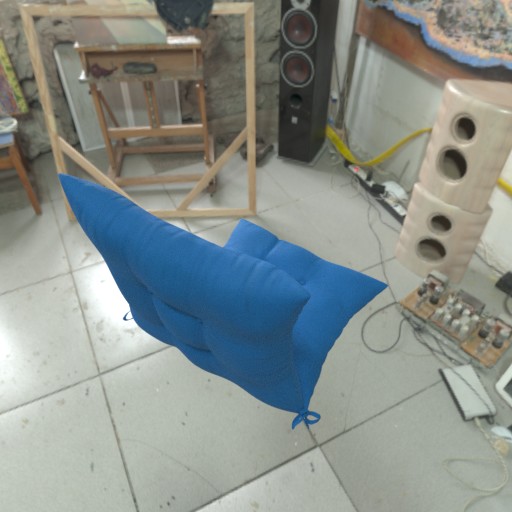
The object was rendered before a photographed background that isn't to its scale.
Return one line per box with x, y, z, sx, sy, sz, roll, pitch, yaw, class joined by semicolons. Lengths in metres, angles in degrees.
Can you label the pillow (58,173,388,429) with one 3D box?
0.000;0.000;1.010;0.541;0.536;0.585;25;50;23;pillow
